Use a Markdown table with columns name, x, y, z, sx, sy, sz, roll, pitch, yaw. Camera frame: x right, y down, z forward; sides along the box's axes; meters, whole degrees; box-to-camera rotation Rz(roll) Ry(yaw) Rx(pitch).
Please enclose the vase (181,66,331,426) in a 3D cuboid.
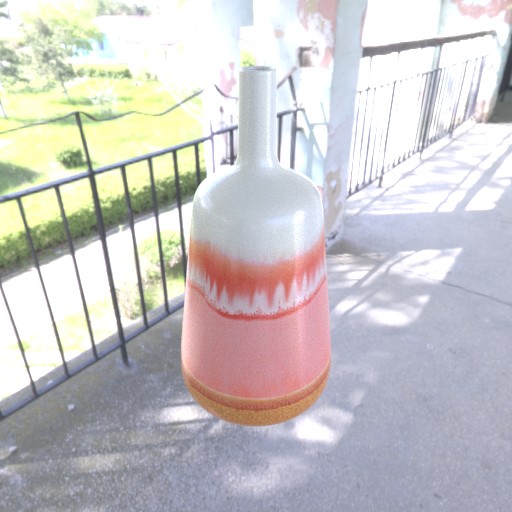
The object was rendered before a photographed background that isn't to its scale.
| name | x | y | z | sx | sy | sz | roll | pitch | yaw |
| --- | --- | --- | --- | --- | --- | --- | --- | --- | --- |
| vase | 0.000 | 0.000 | 0.377 | 0.144 | 0.296 | 0.144 | 0 | 30 | 0 |
